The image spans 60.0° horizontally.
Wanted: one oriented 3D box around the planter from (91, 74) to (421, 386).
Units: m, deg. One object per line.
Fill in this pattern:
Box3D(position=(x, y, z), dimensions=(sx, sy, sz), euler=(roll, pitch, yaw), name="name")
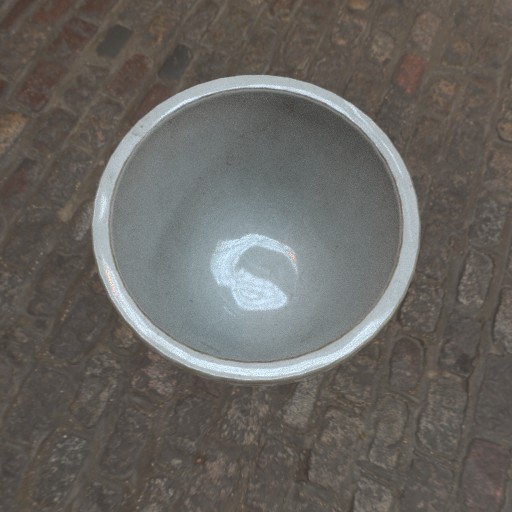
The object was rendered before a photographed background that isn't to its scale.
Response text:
Box3D(position=(0.000, 0.000, 0.304), dimensions=(0.173, 0.160, 0.173), euler=(0, 73, 0), name="planter")
